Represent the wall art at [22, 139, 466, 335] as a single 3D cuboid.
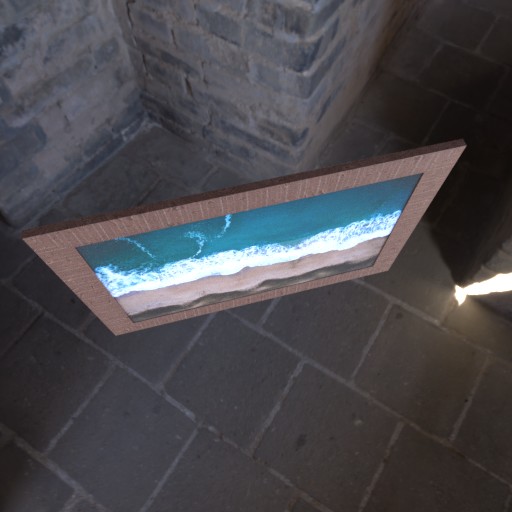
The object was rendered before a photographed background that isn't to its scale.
[{"bbox_3d":[0.000,0.000,1.172,0.917,0.626,0.019,-13,64,-6],"label":"wall art"}]
